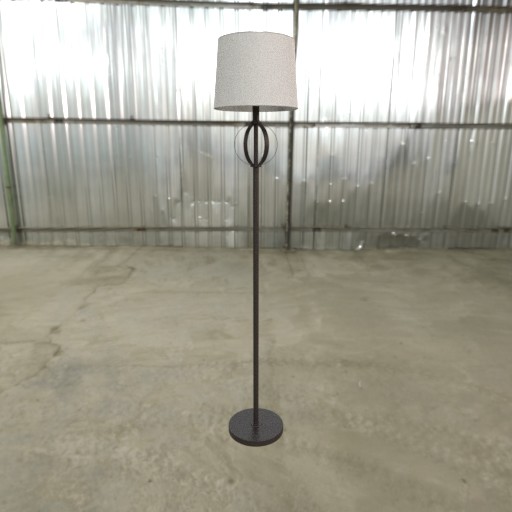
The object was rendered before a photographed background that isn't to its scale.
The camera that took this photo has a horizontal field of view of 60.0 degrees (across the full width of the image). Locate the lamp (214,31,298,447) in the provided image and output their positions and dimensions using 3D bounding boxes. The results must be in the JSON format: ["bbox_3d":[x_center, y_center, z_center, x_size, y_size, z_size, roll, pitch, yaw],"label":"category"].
[{"bbox_3d":[0.000,0.000,1.637,0.286,1.462,0.286,7,16,27],"label":"lamp"}]
